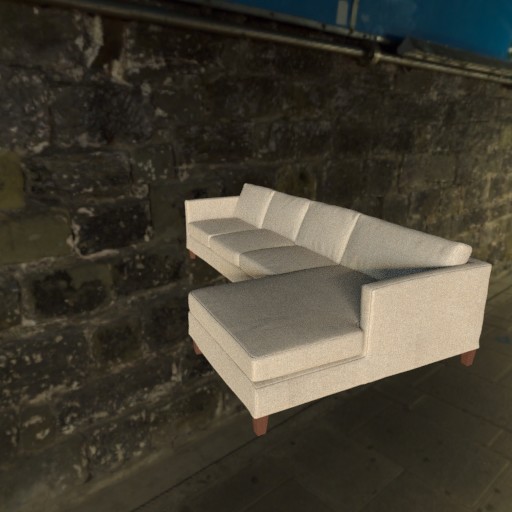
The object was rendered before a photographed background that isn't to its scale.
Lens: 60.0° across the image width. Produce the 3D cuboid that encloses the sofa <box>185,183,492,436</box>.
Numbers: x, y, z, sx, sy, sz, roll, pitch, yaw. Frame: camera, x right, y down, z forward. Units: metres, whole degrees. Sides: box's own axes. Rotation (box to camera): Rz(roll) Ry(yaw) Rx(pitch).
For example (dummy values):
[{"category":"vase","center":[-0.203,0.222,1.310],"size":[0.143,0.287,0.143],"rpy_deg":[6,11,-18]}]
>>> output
[{"category":"sofa","center":[0.000,0.000,3.754],"size":[1.625,0.846,3.186],"rpy_deg":[-8,18,-25]}]
